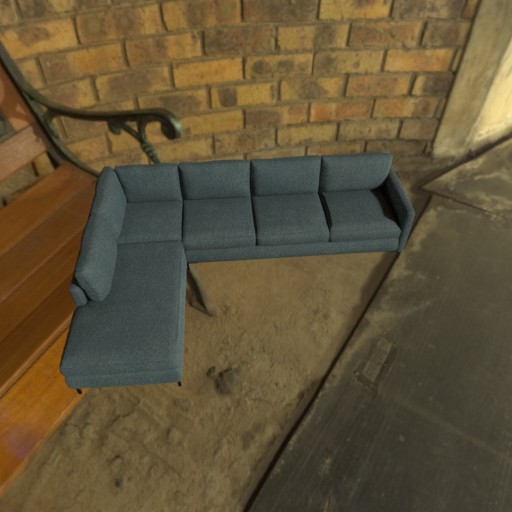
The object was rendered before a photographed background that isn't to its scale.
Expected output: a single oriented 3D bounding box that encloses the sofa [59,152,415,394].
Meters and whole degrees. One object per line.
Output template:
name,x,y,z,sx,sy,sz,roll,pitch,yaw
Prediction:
sofa,0.000,0.000,3.843,2.949,0.815,2.007,-4,46,-3
